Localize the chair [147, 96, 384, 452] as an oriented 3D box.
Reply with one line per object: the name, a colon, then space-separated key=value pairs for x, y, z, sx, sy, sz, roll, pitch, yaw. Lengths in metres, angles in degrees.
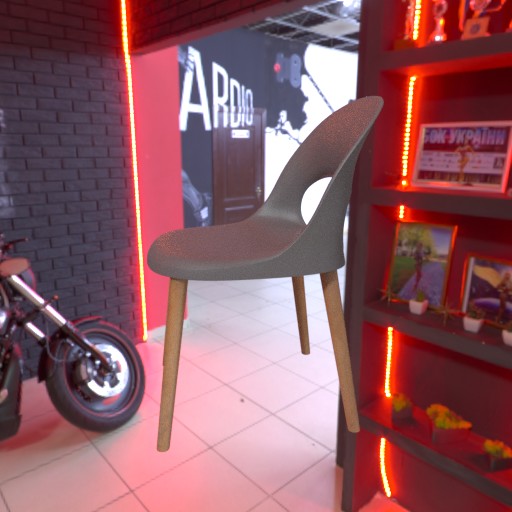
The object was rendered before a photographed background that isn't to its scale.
chair: x=0.000 y=0.000 z=1.162 sx=0.556 sy=0.795 sz=0.470 roll=-2 pitch=14 yaw=-10
